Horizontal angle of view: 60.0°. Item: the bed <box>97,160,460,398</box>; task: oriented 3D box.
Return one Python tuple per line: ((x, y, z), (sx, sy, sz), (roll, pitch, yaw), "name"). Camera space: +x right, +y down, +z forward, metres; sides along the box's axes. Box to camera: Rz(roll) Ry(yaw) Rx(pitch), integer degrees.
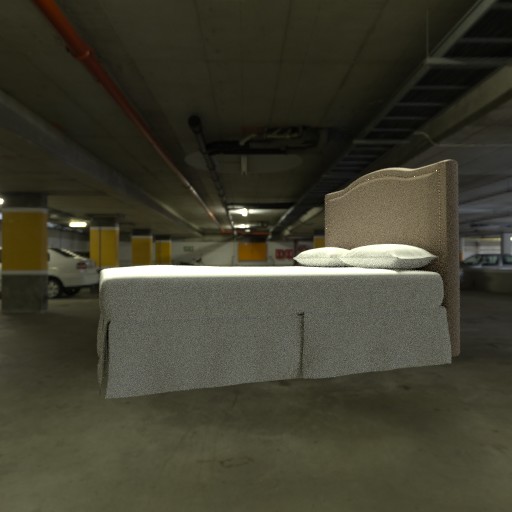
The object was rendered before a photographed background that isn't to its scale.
((0.000, 0.000, 3.377), (2.282, 1.436, 1.821), (0, -1, -19), "bed")
